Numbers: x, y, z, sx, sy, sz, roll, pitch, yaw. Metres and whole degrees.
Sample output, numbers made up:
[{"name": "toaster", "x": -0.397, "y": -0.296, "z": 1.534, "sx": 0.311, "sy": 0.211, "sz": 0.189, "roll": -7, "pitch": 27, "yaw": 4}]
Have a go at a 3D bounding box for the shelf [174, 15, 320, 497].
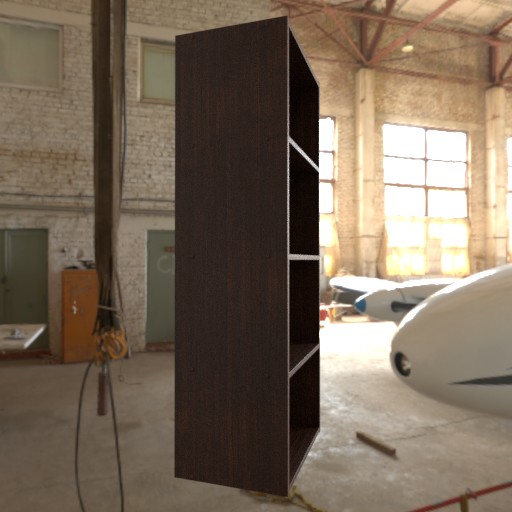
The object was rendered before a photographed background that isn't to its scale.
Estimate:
[{"name": "shelf", "x": 0.000, "y": 0.000, "z": 1.251, "sx": 0.290, "sy": 1.099, "sz": 0.415, "roll": 0, "pitch": -1, "yaw": 18}]
